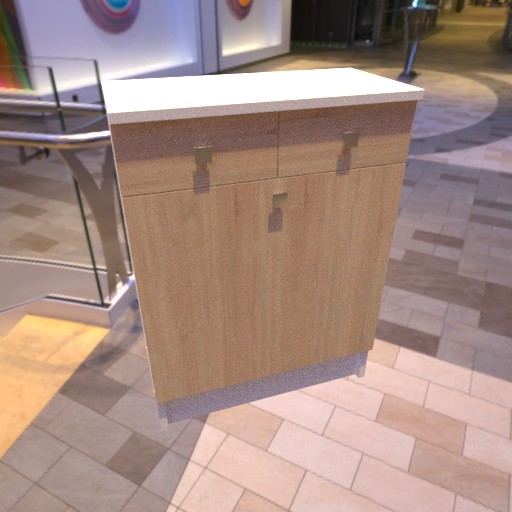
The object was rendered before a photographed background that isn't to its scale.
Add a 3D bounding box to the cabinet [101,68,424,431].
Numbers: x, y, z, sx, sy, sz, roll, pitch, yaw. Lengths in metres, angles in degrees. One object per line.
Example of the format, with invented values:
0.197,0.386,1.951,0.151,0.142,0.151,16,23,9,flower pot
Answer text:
0.000,0.000,1.116,0.600,0.815,0.296,-10,32,-16,cabinet
